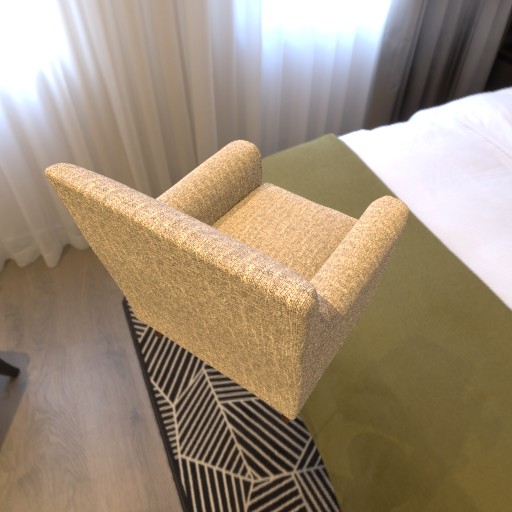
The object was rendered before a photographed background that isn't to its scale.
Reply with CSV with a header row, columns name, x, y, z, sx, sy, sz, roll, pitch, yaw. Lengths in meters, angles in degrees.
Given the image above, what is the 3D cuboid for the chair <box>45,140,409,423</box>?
name,x,y,z,sx,sy,sz,roll,pitch,yaw
chair,0.000,0.000,1.644,0.864,0.928,0.873,27,51,24
